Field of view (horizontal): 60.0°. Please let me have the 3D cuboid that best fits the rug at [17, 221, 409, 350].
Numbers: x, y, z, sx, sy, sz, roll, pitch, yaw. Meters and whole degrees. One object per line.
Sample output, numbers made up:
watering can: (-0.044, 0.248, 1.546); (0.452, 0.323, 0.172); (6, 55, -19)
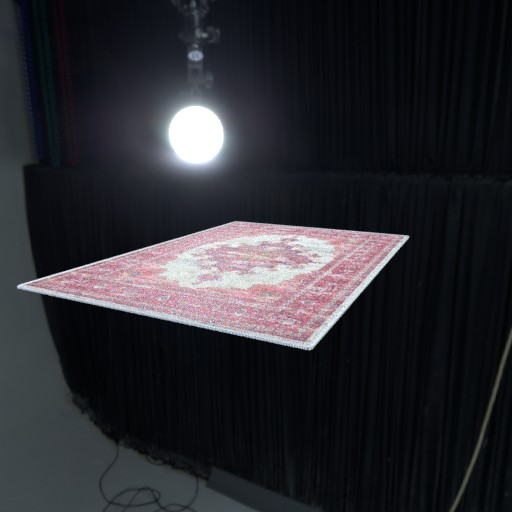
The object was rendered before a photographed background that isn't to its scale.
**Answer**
rug: (0.000, 0.000, 2.220); (1.217, 0.011, 1.747); (7, 15, 26)
